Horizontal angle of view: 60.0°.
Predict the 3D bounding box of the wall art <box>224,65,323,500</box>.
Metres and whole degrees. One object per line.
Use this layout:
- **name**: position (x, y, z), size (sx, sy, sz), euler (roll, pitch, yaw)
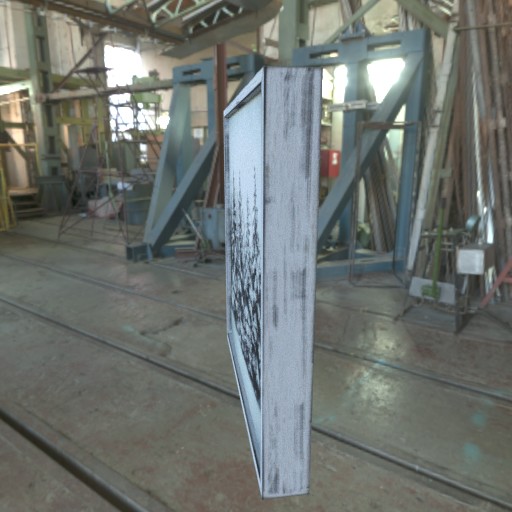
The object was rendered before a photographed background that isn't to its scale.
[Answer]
- **wall art**: position (0.000, 0.000, 0.446), size (0.036, 0.303, 0.303), euler (-2, 13, -8)
